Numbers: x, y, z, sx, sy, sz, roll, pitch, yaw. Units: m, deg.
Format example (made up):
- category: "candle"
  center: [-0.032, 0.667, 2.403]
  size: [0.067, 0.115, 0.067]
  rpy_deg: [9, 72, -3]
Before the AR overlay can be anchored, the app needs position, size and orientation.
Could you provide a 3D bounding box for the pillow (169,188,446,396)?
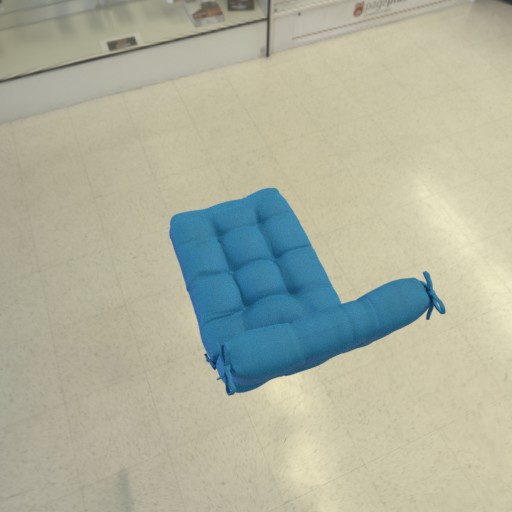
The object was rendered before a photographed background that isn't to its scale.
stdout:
- category: "pillow"
  center: [0.000, 0.000, 1.495]
  size: [0.526, 0.863, 1.016]
  rpy_deg: [-17, 60, -10]
